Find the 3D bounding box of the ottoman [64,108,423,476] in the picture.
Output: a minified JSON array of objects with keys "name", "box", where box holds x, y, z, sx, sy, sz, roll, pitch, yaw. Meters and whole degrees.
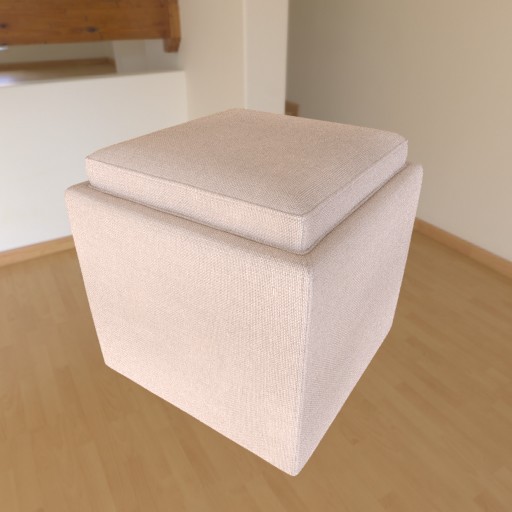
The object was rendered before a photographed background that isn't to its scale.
[{"name":"ottoman","box":[0.000,0.000,0.818,0.451,0.460,0.450,19,35,29]}]
